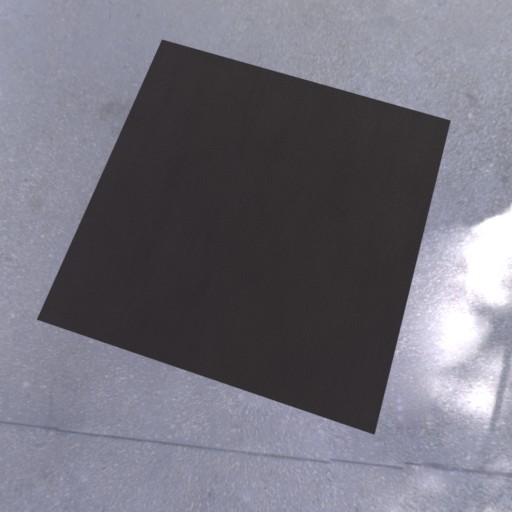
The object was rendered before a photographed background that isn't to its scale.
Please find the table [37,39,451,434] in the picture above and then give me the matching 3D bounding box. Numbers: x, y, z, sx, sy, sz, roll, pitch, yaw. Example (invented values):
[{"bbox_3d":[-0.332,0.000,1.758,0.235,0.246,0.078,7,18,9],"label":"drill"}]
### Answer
[{"bbox_3d":[0.000,0.000,1.385,0.749,0.770,0.749,18,76,4],"label":"table"}]
